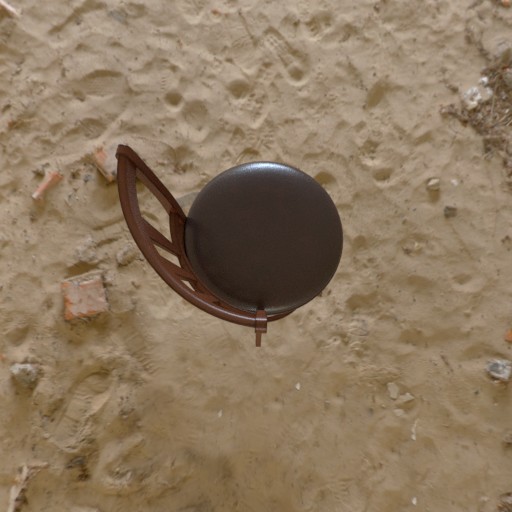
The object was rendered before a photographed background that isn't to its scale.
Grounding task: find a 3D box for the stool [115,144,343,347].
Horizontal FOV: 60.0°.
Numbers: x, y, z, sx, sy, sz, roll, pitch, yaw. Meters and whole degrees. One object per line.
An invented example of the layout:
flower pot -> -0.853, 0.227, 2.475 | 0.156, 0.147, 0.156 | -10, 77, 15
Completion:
stool -> 0.000, 0.000, 1.409 | 0.503, 1.177, 0.464 | -38, 79, -9
